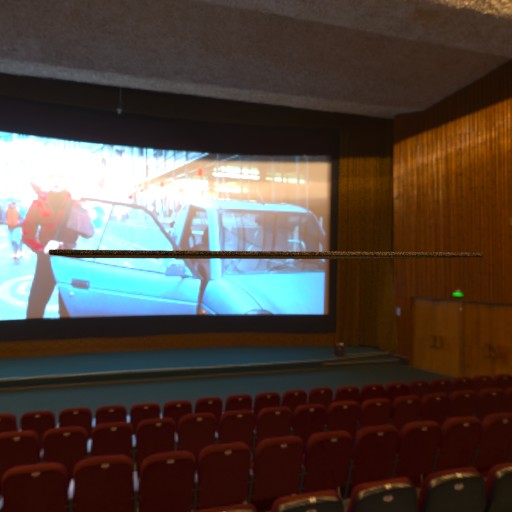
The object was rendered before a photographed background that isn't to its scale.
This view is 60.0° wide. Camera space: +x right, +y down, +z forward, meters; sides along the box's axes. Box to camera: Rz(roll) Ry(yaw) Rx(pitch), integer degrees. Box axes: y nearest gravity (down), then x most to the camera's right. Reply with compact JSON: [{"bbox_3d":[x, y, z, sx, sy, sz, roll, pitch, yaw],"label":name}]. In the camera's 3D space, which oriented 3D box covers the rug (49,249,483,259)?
[{"bbox_3d":[0.000,0.000,2.980,2.352,0.025,1.501,0,-1,-18],"label":"rug"}]
